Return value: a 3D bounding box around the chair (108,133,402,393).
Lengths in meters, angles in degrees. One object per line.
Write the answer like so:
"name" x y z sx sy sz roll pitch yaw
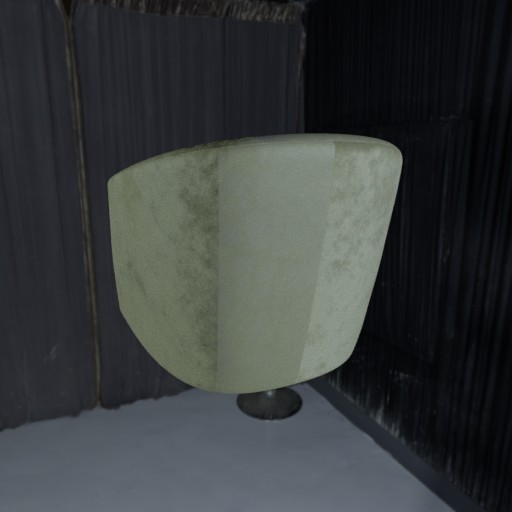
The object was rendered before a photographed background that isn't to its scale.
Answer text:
"chair" 0.000 0.000 1.347 0.773 0.698 0.767 -7 15 -25
